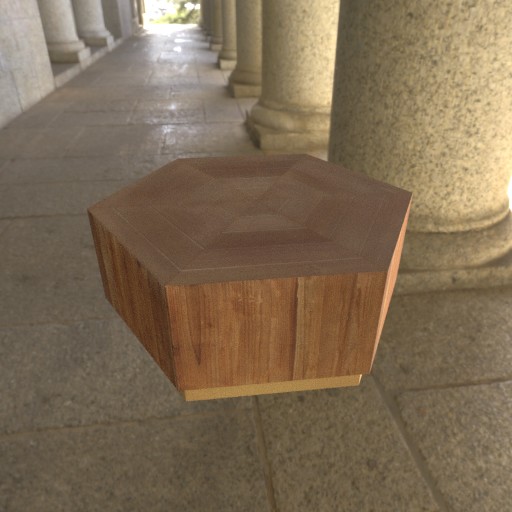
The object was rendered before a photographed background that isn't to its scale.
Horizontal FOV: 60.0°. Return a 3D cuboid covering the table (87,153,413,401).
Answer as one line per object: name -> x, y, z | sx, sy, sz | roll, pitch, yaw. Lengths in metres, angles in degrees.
table -> 0.000, 0.000, 1.675 | 1.000, 0.456, 1.154 | -21, 36, -31
